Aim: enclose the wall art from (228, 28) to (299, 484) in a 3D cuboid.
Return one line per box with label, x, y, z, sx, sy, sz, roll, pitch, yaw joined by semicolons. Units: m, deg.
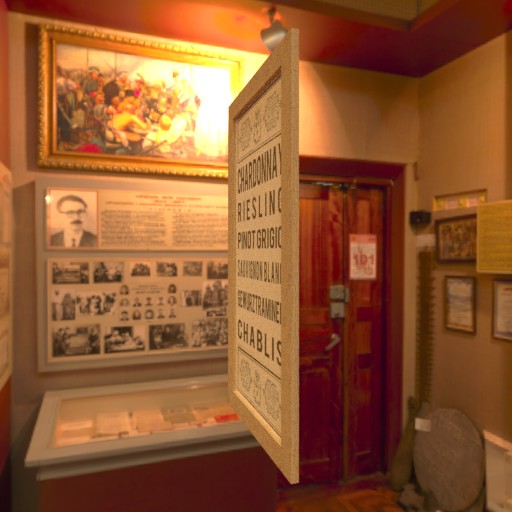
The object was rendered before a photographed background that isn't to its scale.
wall art;0.000;0.000;0.847;0.013;0.683;0.381;0;1;-18
